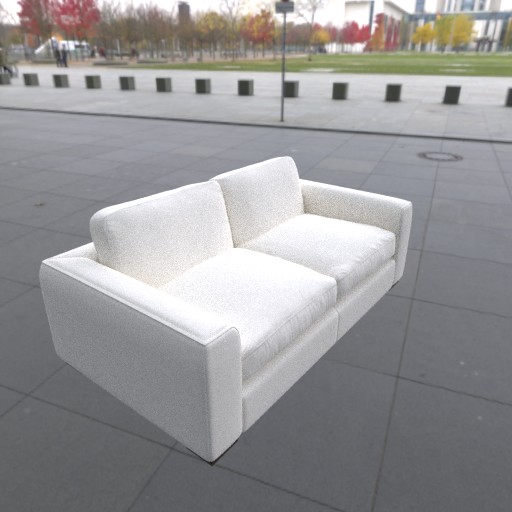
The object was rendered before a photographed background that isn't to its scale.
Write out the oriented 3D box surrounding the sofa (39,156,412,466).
[{"bbox_3d":[0.000,0.000,2.453,1.069,0.801,1.920,18,31,34],"label":"sofa"}]
